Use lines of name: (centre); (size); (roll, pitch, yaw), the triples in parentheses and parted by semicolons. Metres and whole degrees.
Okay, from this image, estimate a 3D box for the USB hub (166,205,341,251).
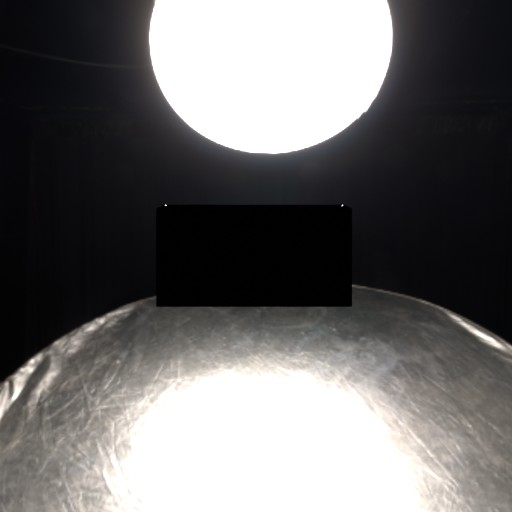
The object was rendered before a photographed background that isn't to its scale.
USB hub: (0.000, 0.000, 0.126); (0.044, 0.023, 0.110); (0, 0, 1)
